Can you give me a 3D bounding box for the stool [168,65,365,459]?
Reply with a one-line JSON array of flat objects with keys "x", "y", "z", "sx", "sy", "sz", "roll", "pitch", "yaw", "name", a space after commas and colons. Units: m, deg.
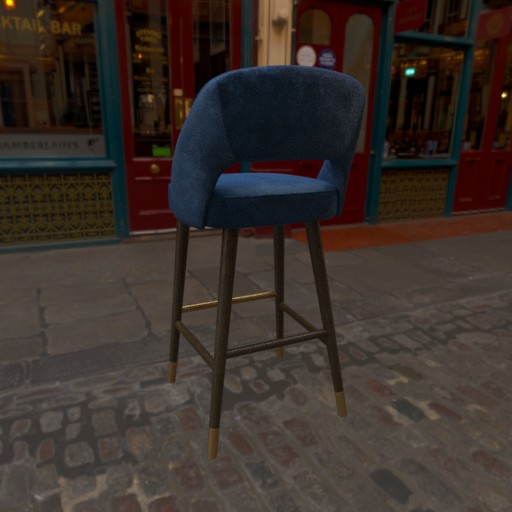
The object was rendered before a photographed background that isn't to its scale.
[{"x": 0.000, "y": 0.000, "z": 1.346, "sx": 0.514, "sy": 1.016, "sz": 0.515, "roll": -7, "pitch": 17, "yaw": -24, "name": "stool"}]
